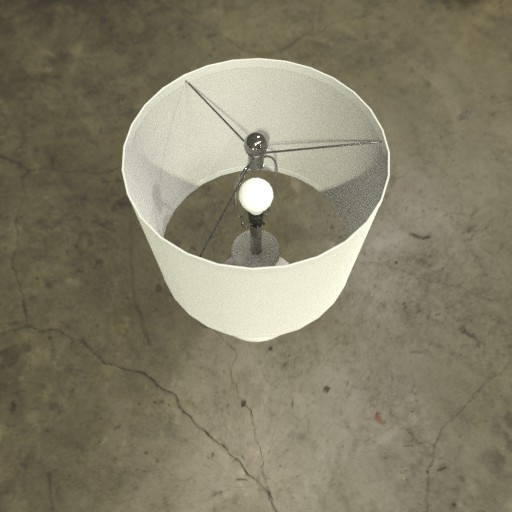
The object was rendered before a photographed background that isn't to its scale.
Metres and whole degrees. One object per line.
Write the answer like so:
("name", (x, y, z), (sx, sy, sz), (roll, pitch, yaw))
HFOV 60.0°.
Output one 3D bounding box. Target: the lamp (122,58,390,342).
("lamp", (0.000, 0.000, 0.867), (0.357, 0.673, 0.357), (-34, 68, -16))
